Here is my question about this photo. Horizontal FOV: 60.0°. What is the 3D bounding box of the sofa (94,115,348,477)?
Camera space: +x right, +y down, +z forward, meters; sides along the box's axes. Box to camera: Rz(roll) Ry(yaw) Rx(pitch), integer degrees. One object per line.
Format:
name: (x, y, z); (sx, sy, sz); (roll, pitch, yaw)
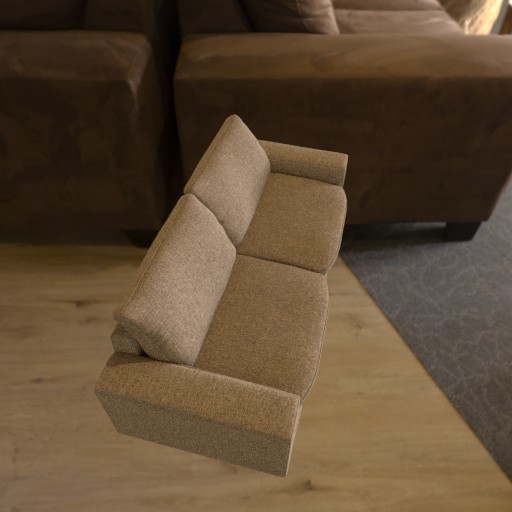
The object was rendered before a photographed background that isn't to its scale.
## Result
sofa: (0.000, 0.000, 2.881); (1.040, 0.922, 2.299); (11, 48, 10)
